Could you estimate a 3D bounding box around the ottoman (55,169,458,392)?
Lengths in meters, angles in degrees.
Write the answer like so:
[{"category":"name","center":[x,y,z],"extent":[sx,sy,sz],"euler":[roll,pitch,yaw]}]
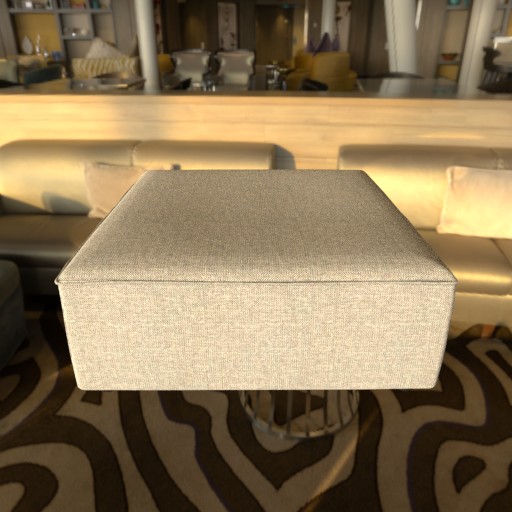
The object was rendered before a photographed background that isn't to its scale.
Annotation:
[{"category":"ottoman","center":[0.000,0.000,1.602],"extent":[1.023,0.423,1.017],"euler":[0,26,0]}]
